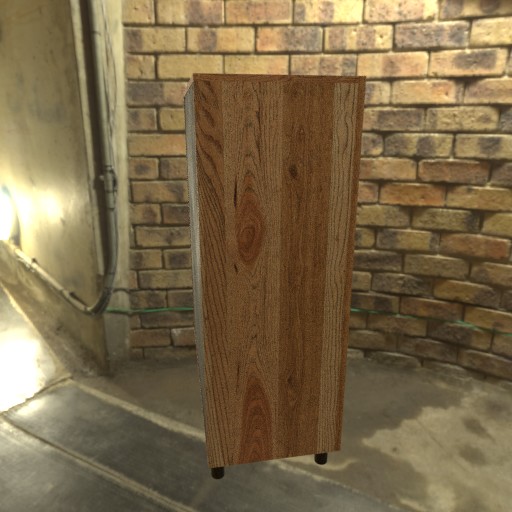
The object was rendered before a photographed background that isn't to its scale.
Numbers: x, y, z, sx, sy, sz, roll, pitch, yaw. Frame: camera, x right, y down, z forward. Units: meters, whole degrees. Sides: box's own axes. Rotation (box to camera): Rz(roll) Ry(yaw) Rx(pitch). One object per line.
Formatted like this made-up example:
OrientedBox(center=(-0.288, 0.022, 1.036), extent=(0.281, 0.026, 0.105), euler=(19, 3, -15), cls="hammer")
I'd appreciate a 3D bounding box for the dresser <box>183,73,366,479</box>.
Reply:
OrientedBox(center=(0.000, 0.000, 1.740), extent=(0.480, 1.243, 0.966), euler=(-3, 18, -10), cls="dresser")
